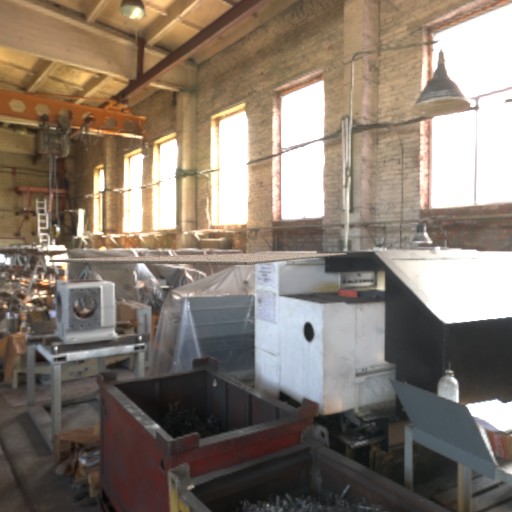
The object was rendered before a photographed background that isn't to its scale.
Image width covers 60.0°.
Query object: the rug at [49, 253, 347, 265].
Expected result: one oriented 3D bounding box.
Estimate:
[{"bbox_3d":[0.000,0.000,2.638,0.769,0.012,2.448,0,1,19],"label":"rug"}]
